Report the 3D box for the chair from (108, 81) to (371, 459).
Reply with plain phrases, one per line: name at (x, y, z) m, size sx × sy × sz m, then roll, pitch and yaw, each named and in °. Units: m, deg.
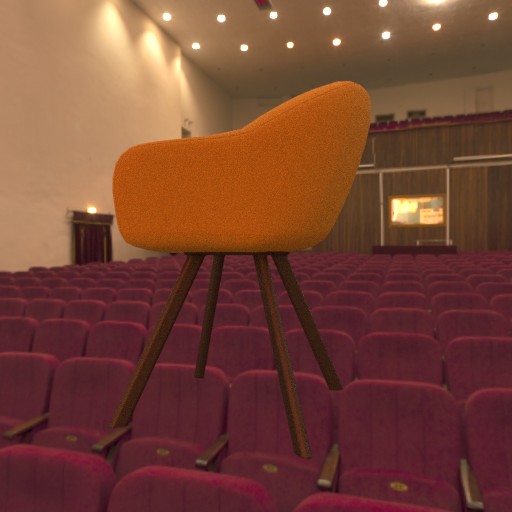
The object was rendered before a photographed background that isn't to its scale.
chair at (0.000, 0.000, 1.128) m, size 0.565 × 0.775 × 0.545 m, roll 0°, pitch 0°, yaw 19°
